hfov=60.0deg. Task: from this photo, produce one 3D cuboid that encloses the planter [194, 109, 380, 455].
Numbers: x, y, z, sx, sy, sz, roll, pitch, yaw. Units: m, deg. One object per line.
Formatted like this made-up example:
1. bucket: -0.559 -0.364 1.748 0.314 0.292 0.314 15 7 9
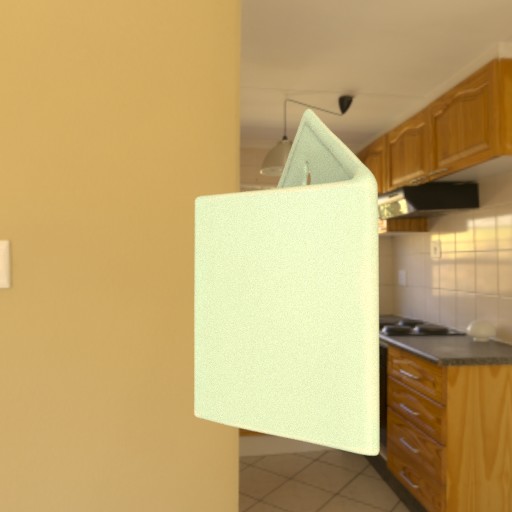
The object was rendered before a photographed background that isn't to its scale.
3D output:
1. planter: 0.000 0.000 0.285 0.079 0.197 0.164 0 -1 -17
